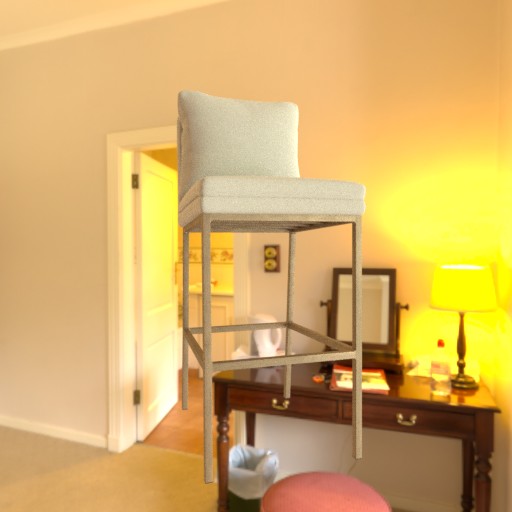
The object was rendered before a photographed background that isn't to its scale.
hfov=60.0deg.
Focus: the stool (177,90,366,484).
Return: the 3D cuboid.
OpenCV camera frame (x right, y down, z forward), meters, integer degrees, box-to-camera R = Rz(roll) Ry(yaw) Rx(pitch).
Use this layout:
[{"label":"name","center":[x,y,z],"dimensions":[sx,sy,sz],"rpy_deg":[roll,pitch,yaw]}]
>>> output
[{"label":"stool","center":[0.000,0.000,1.417],"dimensions":[0.463,1.125,0.572],"rpy_deg":[0,2,-17]}]
